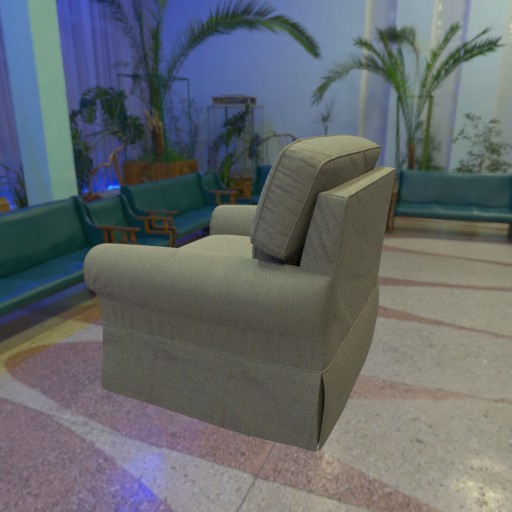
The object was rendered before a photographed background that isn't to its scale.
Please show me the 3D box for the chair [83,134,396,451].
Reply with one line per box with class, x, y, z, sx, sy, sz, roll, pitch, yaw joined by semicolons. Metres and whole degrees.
chair;0.000;0.000;1.921;0.988;1.017;1.135;8;18;24
